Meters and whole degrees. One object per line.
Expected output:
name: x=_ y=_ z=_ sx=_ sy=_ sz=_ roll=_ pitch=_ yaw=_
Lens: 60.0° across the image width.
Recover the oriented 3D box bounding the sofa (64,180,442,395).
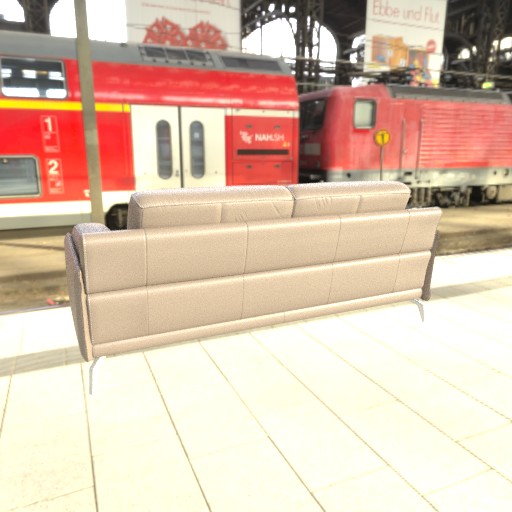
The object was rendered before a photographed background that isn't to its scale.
sofa: x=0.000 y=0.000 z=2.664 sx=2.101 sy=0.930 sz=1.049 roll=-6 pitch=15 yaw=-25
